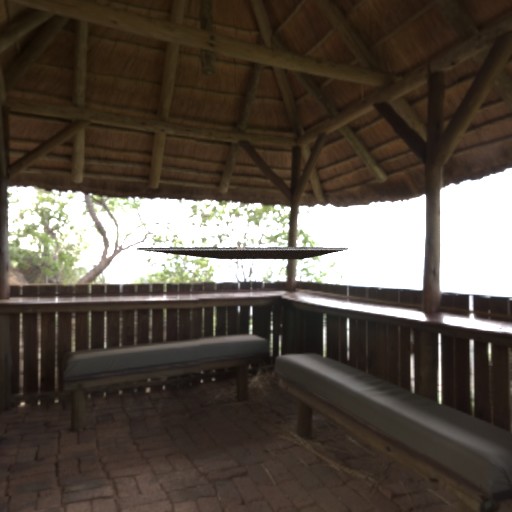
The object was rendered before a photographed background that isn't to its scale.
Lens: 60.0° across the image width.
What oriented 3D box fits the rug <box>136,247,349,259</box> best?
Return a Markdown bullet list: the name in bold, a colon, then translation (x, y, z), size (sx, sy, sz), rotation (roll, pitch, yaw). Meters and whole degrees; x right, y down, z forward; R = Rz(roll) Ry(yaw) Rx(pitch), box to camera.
- **rug**: translation (0.000, 0.000, 2.564), size (0.687, 0.011, 2.287), rotation (0, -1, 2)
